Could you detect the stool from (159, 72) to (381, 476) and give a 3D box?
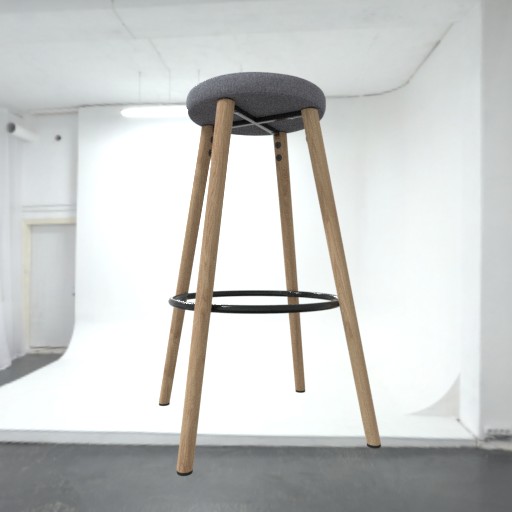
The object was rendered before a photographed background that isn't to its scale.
[{"bbox_3d":[0.000,0.000,1.027,0.410,0.770,0.410,0,0,-17],"label":"stool"}]
